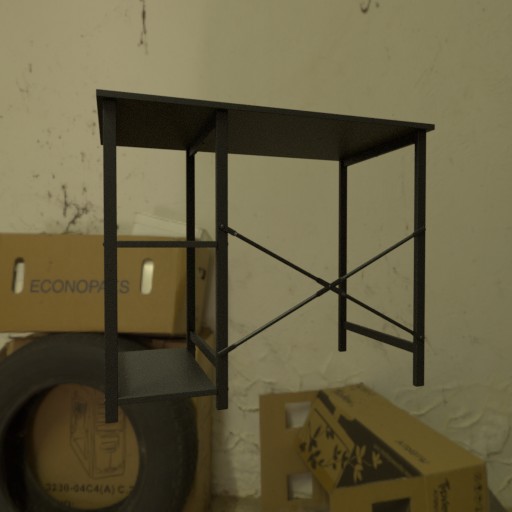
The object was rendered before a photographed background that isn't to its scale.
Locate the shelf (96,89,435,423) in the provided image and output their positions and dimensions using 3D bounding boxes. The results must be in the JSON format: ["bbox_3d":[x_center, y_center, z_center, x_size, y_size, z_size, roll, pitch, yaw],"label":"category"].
[{"bbox_3d":[0.000,0.000,1.356,0.902,0.749,0.498,0,1,-18],"label":"shelf"}]
